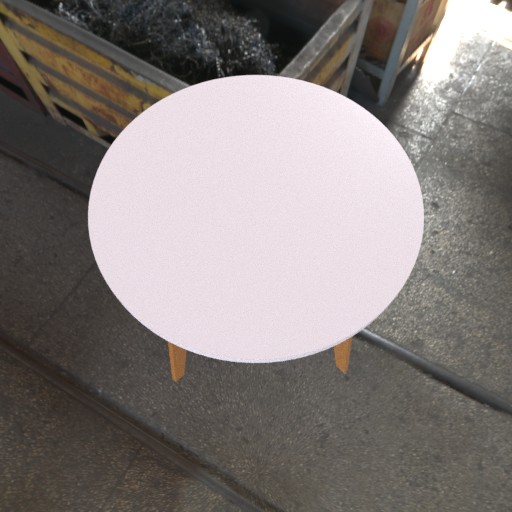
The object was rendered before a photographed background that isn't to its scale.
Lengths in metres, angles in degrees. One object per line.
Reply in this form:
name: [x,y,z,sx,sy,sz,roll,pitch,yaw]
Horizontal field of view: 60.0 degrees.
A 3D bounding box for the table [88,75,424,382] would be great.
table: [0.000,0.000,1.539,0.896,0.762,0.896,0,64,0]
